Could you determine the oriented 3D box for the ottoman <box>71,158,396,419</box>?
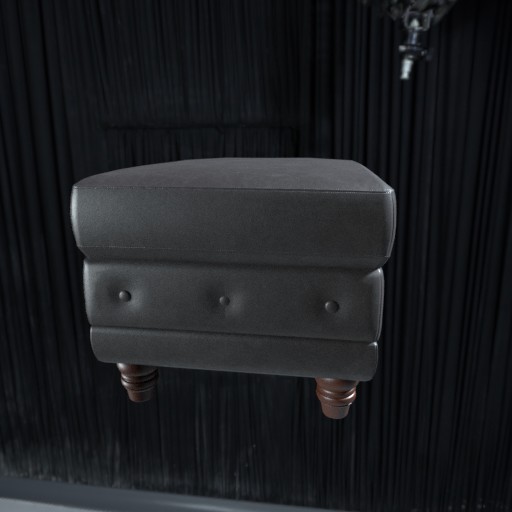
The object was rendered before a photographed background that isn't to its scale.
[{"bbox_3d":[0.000,0.000,1.188,0.590,0.498,0.795,2,15,8],"label":"ottoman"}]
